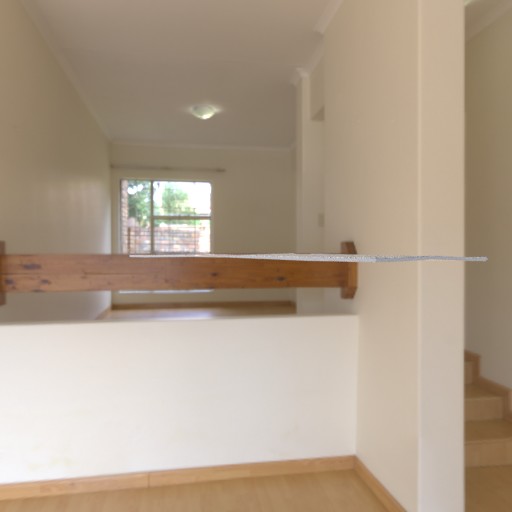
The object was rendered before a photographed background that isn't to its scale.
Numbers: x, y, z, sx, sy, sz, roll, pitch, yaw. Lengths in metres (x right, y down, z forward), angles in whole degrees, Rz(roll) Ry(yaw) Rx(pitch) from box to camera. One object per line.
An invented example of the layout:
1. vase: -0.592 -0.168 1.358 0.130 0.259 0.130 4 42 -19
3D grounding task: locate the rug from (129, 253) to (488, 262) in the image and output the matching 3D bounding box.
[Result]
1. rug: 0.000 0.000 2.535 0.692 0.032 2.320 0 0 -35
